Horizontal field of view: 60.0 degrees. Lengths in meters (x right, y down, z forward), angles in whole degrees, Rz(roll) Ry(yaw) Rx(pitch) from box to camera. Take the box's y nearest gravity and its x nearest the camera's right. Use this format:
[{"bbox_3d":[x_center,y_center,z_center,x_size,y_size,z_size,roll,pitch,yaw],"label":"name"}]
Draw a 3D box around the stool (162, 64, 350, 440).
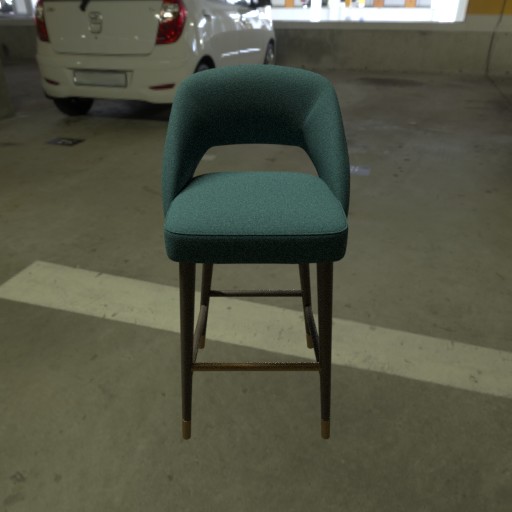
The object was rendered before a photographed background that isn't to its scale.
[{"bbox_3d":[0.000,0.000,1.360,0.536,1.032,0.522,0,30,0],"label":"stool"}]
